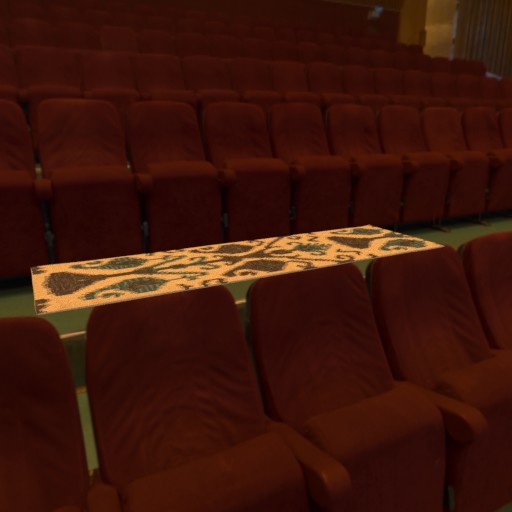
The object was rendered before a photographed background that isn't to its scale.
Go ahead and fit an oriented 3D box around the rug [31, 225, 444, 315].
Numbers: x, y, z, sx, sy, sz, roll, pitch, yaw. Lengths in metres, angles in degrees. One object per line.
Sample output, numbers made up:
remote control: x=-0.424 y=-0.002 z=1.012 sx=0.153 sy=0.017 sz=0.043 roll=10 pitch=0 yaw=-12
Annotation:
rug: x=0.000 y=0.000 z=2.535 sx=2.301 sy=0.017 sz=0.692 roll=-8 pitch=18 yaw=-27
